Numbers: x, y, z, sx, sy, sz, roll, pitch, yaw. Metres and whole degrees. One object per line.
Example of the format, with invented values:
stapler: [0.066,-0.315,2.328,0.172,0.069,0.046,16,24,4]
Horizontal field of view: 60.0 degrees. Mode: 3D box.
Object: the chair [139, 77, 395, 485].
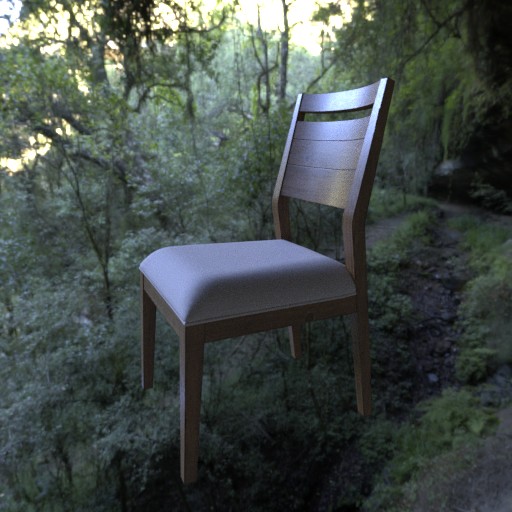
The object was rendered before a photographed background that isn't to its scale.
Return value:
chair: [0.000,0.000,1.273,0.610,0.939,0.497,-7,16,-25]
